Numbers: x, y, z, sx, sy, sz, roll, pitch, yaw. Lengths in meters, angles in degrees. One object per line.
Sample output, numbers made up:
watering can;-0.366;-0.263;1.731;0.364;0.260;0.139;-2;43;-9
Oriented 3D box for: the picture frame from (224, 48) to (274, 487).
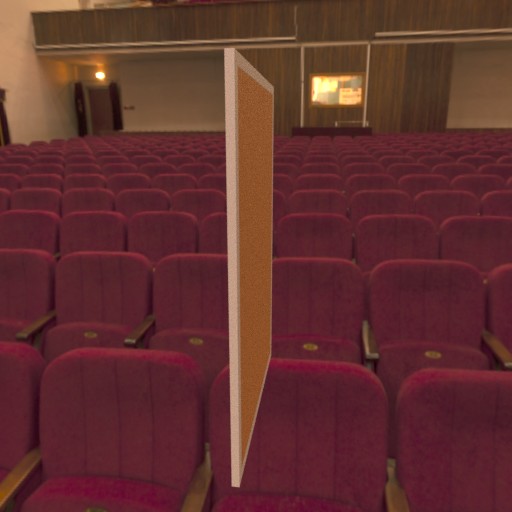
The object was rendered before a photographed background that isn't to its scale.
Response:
picture frame;0.000;0.000;0.855;0.013;0.657;0.457;2;15;8
